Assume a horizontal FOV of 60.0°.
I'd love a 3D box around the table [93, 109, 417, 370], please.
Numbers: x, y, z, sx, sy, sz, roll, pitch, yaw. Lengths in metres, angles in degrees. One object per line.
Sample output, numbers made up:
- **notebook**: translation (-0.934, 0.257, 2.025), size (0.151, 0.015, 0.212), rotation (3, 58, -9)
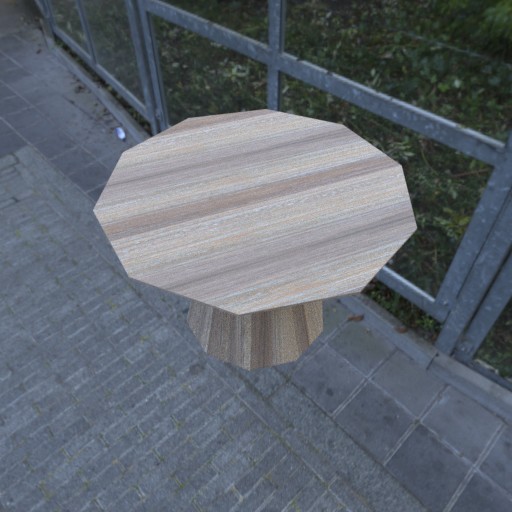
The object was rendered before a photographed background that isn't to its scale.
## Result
- **table**: translation (0.000, 0.000, 1.935), size (1.186, 0.752, 1.186), rotation (0, 46, 0)
